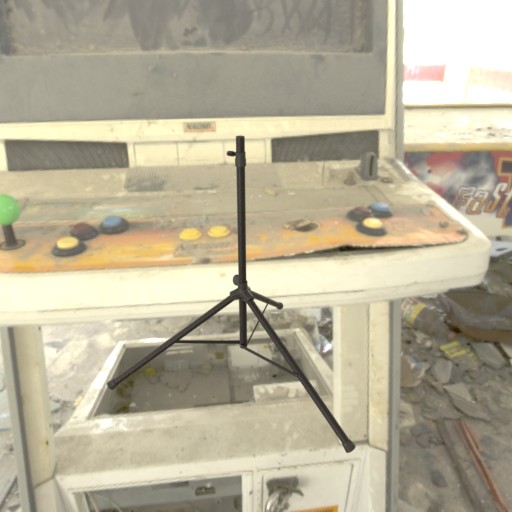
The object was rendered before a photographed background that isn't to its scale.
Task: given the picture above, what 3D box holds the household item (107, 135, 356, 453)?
[{"bbox_3d":[0.000,0.000,2.853,1.596,1.595,1.339,9,27,18],"label":"household item"}]
